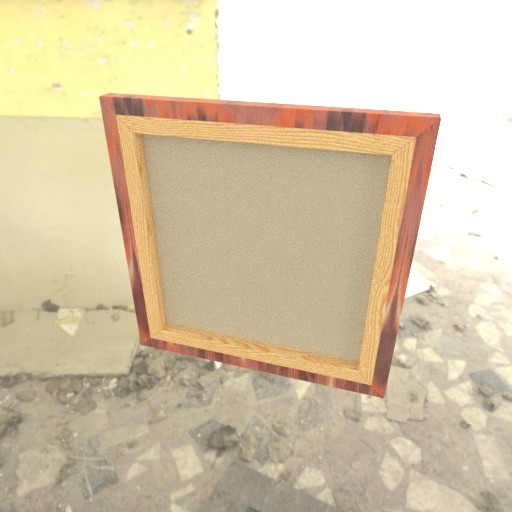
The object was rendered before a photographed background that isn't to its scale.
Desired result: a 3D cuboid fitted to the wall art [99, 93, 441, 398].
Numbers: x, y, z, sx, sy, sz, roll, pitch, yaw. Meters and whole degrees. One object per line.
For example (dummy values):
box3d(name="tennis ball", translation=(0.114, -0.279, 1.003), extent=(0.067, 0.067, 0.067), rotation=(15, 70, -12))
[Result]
box3d(name="wall art", translation=(0.000, 0.000, 0.919), extent=(0.603, 0.609, 0.037), rotation=(9, 31, 15))
